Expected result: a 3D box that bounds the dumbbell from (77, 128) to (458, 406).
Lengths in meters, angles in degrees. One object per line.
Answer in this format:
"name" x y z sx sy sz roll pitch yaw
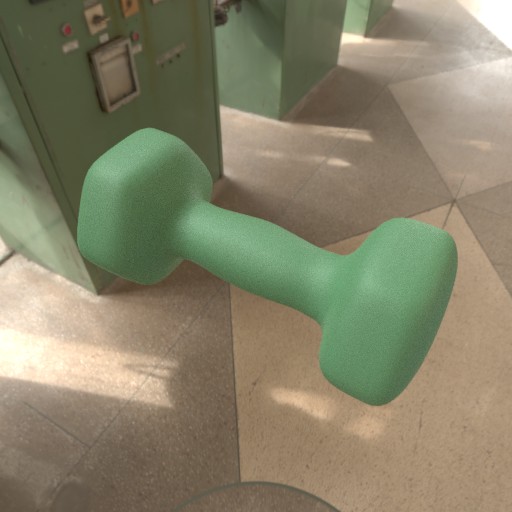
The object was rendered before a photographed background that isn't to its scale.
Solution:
"dumbbell" 0.000 0.000 0.317 0.257 0.114 0.126 24 52 21
